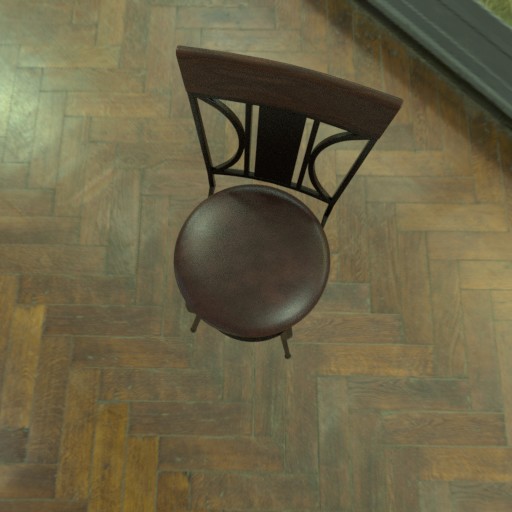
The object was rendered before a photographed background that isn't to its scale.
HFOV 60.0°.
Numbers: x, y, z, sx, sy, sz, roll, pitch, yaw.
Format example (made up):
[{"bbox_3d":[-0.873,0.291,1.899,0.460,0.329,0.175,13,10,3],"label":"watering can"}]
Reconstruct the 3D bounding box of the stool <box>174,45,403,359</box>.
[{"bbox_3d":[0.000,0.000,1.342,0.448,1.130,0.513,15,77,4],"label":"stool"}]
